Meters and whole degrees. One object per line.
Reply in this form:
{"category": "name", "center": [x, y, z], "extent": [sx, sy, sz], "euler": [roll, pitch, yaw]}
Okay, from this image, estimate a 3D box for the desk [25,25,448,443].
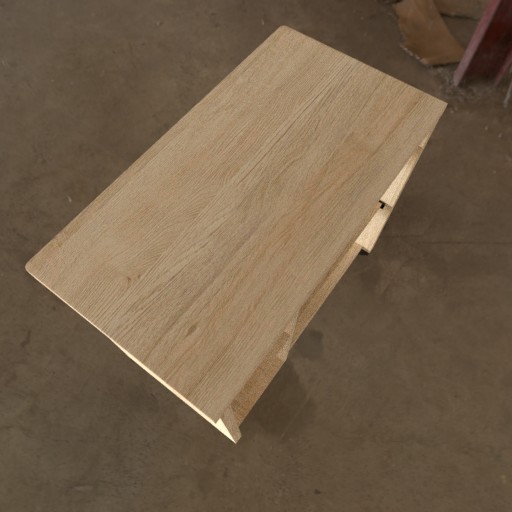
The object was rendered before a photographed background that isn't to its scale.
{"category": "desk", "center": [0.000, 0.000, 1.302], "extent": [0.480, 0.770, 0.885], "euler": [33, 68, 15]}
